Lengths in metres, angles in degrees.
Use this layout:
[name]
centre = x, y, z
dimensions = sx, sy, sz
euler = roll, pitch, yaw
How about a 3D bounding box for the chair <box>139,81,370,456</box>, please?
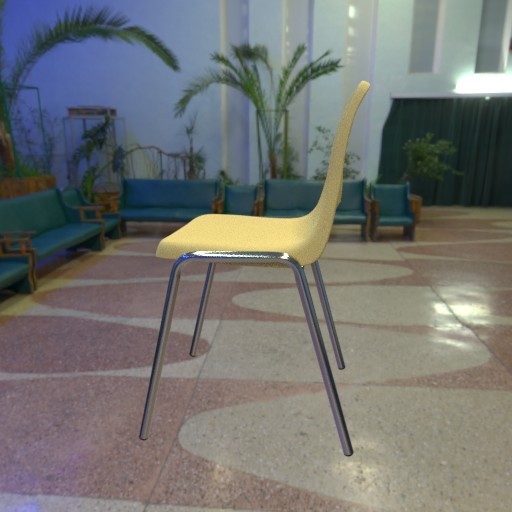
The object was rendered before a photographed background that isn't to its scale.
[chair]
centre = 0.000, 0.000, 0.969
dimensions = 0.436, 0.704, 0.381
euler = 2, 15, 8
